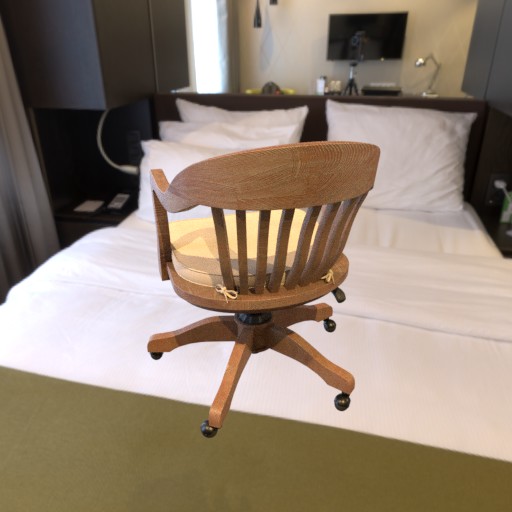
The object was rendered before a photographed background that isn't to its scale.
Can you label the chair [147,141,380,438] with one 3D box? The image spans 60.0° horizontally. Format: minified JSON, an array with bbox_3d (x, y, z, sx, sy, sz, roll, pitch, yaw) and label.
[{"bbox_3d":[0.000,0.000,1.451,0.750,0.878,0.788,-8,27,-17],"label":"chair"}]
